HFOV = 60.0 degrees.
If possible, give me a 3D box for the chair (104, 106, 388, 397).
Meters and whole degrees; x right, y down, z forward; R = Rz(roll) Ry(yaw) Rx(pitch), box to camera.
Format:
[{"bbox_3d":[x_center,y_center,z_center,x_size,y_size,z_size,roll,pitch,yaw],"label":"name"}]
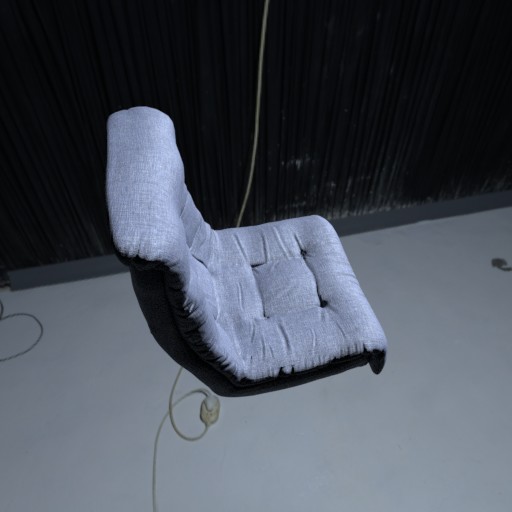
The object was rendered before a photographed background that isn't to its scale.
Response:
[{"bbox_3d":[0.000,0.000,1.246,0.668,0.749,0.597,-9,47,-8],"label":"chair"}]
